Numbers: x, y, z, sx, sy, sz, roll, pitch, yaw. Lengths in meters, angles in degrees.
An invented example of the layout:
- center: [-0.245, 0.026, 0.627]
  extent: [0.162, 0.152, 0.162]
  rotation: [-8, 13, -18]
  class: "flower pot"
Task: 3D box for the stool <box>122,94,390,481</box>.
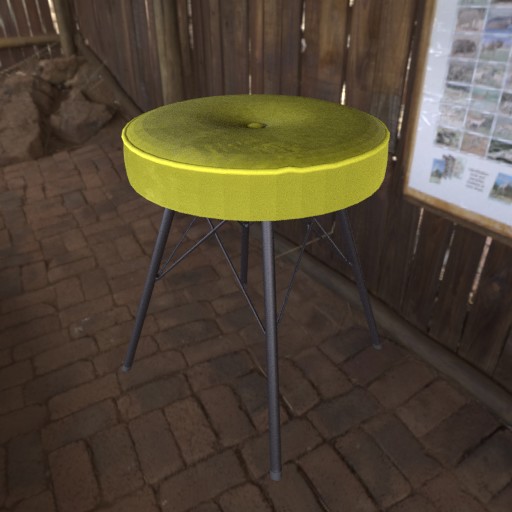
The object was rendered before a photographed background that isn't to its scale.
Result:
- center: [0.000, 0.000, 0.816]
  extent: [0.409, 0.508, 0.409]
  rotation: [22, 38, 32]
  class: "stool"
